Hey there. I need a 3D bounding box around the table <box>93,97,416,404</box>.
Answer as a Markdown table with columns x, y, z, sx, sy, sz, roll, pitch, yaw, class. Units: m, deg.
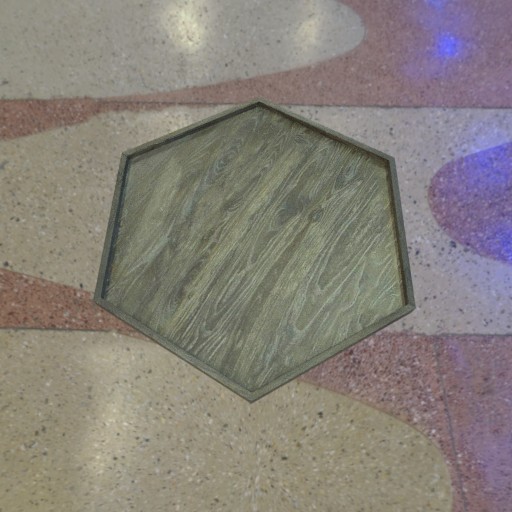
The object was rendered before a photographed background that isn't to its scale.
| x | y | z | sx | sy | sz | roll | pitch | yaw | class |
| --- | --- | --- | --- | --- | --- | --- | --- | --- | --- |
| 0.000 | 0.000 | 1.665 | 0.966 | 0.488 | 1.115 | 1 | 64 | 1 | table |
